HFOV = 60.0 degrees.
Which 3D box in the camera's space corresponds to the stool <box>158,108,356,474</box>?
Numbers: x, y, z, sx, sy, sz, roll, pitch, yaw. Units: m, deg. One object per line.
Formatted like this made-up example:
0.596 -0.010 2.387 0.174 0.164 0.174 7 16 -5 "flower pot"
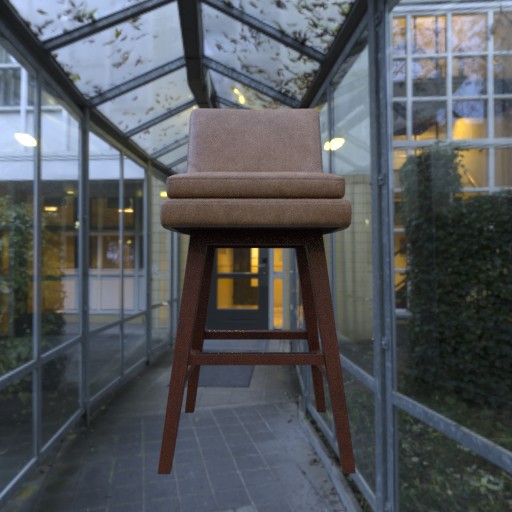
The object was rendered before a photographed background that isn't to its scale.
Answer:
0.000 0.000 1.360 0.487 1.079 0.572 0 -1 0 "stool"
